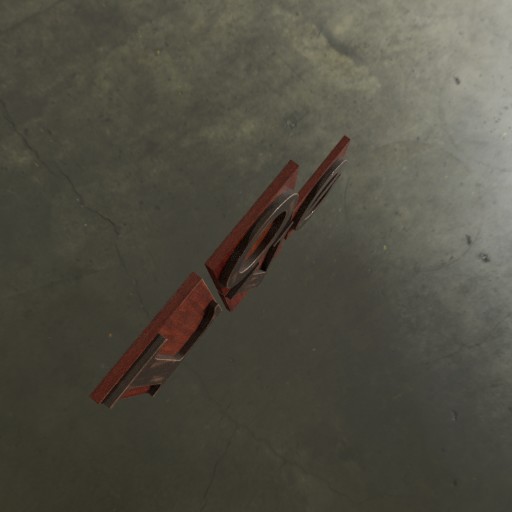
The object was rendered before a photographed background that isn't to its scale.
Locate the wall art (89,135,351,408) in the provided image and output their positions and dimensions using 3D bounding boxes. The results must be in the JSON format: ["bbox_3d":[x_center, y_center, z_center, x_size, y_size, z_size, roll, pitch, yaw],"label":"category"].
[{"bbox_3d":[0.000,0.000,0.847,0.030,0.497,0.635,37,79,9],"label":"wall art"}]
